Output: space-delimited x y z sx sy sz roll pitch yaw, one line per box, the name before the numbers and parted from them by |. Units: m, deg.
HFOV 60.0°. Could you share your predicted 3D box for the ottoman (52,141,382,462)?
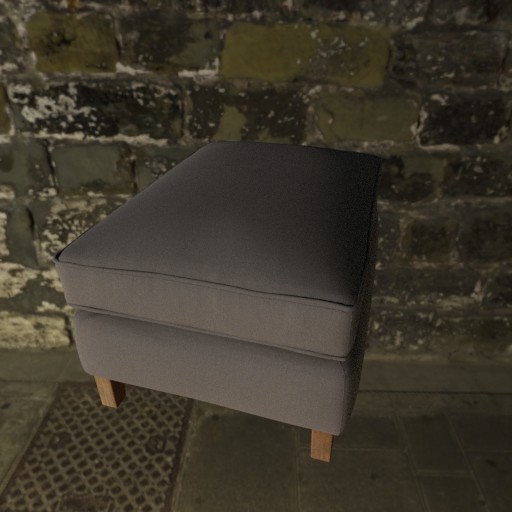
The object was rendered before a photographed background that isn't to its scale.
ottoman | 0.000 0.000 0.966 0.508 0.406 0.686 8 31 14
